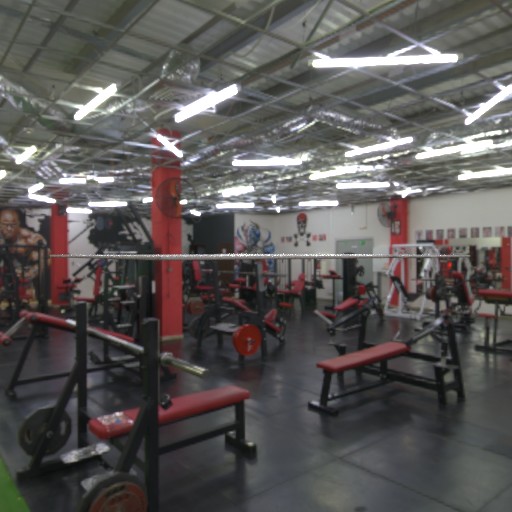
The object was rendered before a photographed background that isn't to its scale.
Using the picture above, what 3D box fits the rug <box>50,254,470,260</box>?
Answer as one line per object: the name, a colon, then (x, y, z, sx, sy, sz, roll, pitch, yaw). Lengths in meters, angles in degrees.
rug: (0.000, 0.000, 4.055, 3.007, 0.032, 2.434, 0, 0, -37)
